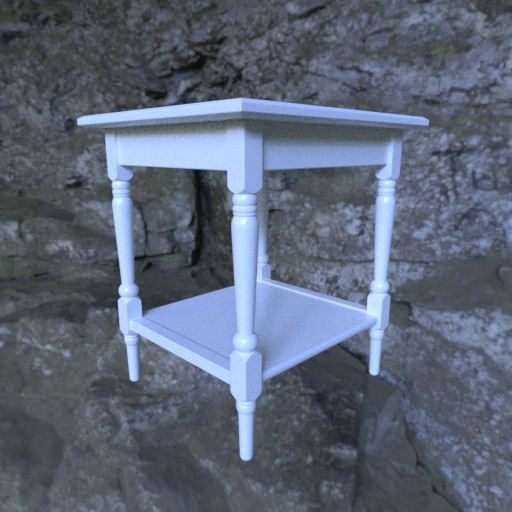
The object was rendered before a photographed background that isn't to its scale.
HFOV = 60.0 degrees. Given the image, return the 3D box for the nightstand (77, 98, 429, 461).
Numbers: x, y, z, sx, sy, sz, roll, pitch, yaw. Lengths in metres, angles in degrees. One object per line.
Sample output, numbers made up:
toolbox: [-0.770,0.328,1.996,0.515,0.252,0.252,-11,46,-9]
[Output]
nightstand: [0.000,0.000,0.922,0.505,0.555,0.459,-13,19,-43]
